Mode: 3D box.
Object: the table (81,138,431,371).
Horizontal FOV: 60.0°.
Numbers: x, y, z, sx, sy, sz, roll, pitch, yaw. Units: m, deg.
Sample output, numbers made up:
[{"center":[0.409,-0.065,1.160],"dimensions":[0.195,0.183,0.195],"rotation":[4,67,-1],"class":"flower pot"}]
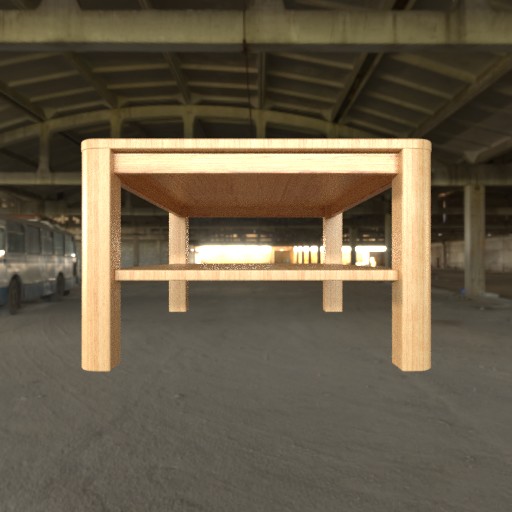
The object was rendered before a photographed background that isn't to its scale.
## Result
[{"center":[0.000,0.000,1.344],"dimensions":[0.696,0.445,0.997],"rotation":[0,0,0],"class":"table"}]
